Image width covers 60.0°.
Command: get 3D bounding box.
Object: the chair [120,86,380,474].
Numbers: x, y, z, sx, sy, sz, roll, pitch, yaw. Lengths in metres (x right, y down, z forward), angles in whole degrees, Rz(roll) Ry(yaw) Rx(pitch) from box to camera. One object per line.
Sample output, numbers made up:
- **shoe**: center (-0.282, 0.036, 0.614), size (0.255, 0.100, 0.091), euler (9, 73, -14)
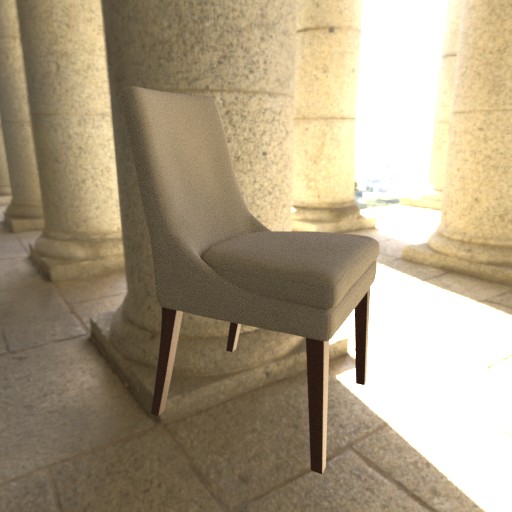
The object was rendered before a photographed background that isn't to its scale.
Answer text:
- **chair**: center (0.000, 0.000, 1.320), size (0.638, 0.940, 0.515), euler (8, 17, 25)
